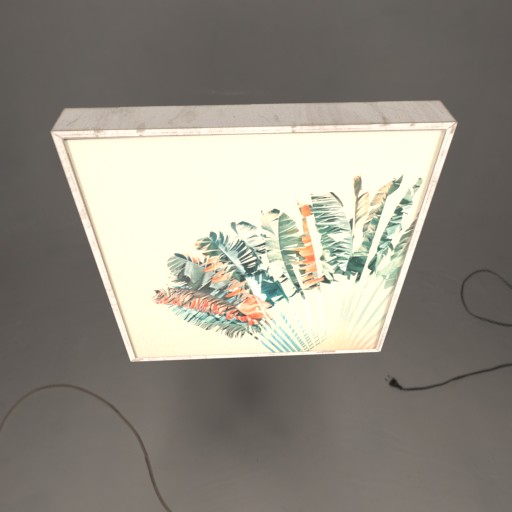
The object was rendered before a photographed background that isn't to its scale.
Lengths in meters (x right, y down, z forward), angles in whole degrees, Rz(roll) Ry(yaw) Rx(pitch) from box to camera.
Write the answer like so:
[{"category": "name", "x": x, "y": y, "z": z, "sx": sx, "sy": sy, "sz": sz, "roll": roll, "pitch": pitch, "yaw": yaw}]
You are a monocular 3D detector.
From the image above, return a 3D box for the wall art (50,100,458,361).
[{"category": "wall art", "x": 0.000, "y": 0.000, "z": 0.449, "sx": 0.305, "sy": 0.303, "sz": 0.038, "roll": -2, "pitch": 44, "yaw": -2}]
